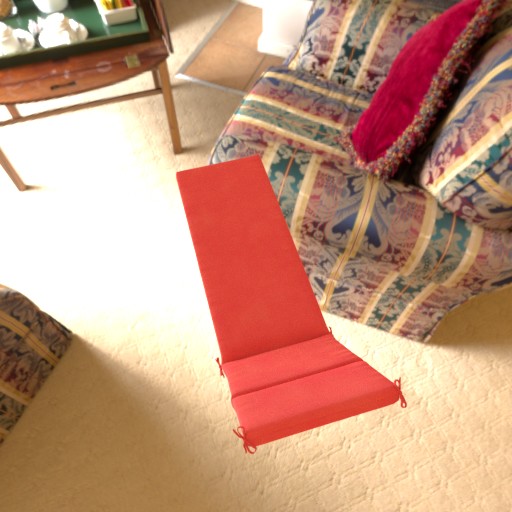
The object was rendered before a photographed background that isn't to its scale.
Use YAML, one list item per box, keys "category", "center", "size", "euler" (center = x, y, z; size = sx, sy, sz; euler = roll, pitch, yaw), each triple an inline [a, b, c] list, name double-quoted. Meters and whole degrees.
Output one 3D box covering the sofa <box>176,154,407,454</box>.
- category: "sofa"
  center: [0.000, 0.000, 2.018]
  size: [0.582, 0.622, 1.663]
  euler: [-14, 60, -8]
